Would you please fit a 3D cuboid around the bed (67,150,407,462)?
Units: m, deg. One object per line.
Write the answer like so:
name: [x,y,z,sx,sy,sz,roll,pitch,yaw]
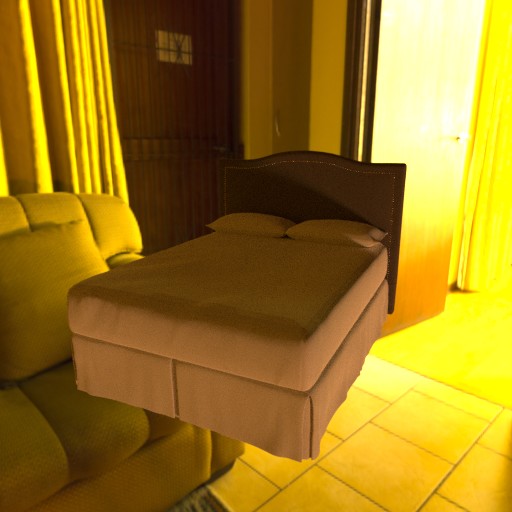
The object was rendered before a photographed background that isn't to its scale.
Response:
bed: [0.000,0.000,3.098,1.666,1.387,2.036,7,17,25]
